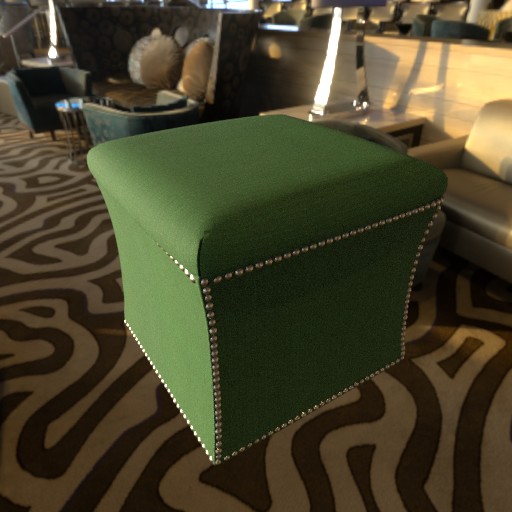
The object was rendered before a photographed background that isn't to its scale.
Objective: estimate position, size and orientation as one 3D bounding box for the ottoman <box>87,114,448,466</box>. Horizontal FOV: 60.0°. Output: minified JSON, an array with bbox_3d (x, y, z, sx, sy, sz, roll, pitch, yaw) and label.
[{"bbox_3d":[0.000,0.000,0.915,0.507,0.475,0.497,-18,35,-28],"label":"ottoman"}]
